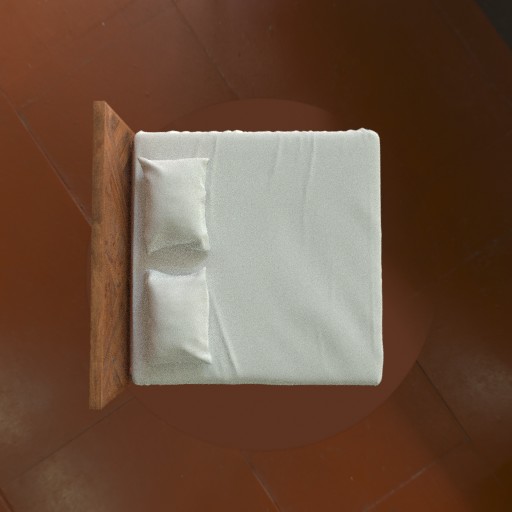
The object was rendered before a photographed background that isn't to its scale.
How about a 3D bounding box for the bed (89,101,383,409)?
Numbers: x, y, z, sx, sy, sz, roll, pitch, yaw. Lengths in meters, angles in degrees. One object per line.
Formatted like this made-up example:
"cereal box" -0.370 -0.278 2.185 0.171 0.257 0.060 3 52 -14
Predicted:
"bed" 0.000 0.000 3.446 2.165 1.158 2.255 0 88 1
